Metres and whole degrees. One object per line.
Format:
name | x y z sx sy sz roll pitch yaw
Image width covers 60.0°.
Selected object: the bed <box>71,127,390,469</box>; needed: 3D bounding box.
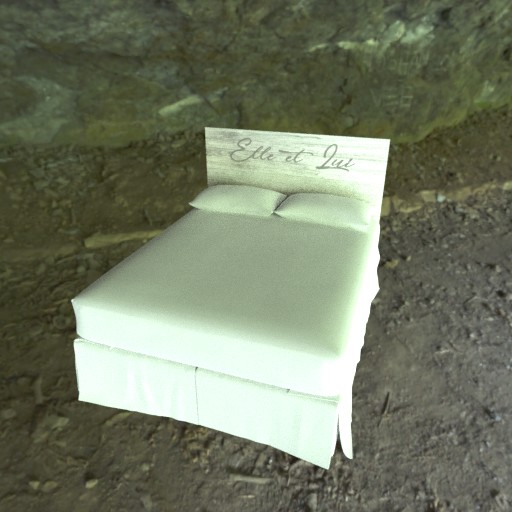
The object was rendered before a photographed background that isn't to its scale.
bed | 0.000 0.000 3.144 1.745 1.335 2.094 9 28 17
